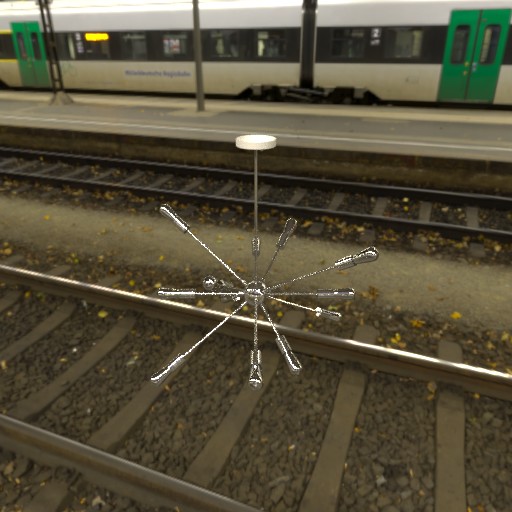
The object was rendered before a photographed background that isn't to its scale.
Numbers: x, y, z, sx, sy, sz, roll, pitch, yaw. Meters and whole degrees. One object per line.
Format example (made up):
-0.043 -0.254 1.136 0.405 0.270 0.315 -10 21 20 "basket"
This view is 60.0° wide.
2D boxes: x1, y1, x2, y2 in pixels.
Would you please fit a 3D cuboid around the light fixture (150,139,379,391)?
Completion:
0.000 0.000 1.072 0.509 0.558 0.684 0 25 0 "light fixture"
